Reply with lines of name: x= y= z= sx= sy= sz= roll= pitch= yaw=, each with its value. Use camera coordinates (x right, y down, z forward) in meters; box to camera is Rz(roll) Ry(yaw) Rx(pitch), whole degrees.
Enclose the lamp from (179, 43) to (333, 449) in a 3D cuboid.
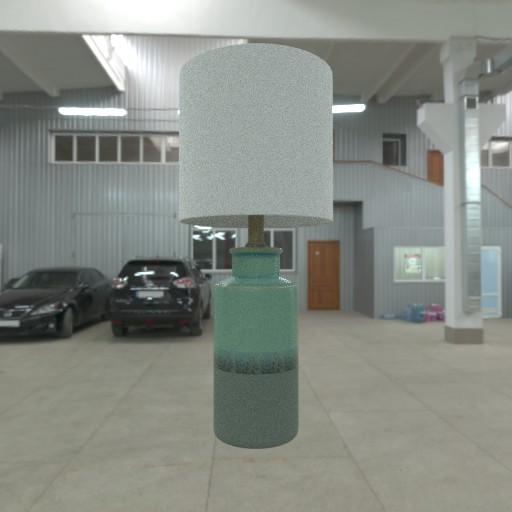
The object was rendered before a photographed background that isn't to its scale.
lamp: x=0.000 y=0.000 z=0.618 sx=0.212 sy=0.493 sz=0.212 roll=1 pitch=-1 yaw=-38
